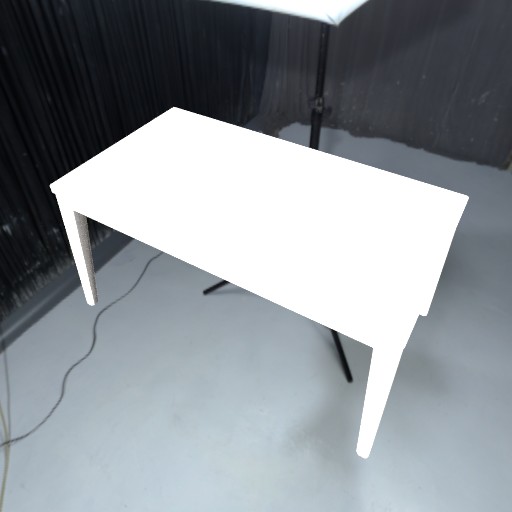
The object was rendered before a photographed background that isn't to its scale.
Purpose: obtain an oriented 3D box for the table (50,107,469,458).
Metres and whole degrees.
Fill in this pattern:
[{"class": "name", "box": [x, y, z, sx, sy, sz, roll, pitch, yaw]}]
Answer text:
[{"class": "table", "box": [0.000, 0.000, 2.114, 1.600, 0.760, 0.900, 23, 49, 22]}]
